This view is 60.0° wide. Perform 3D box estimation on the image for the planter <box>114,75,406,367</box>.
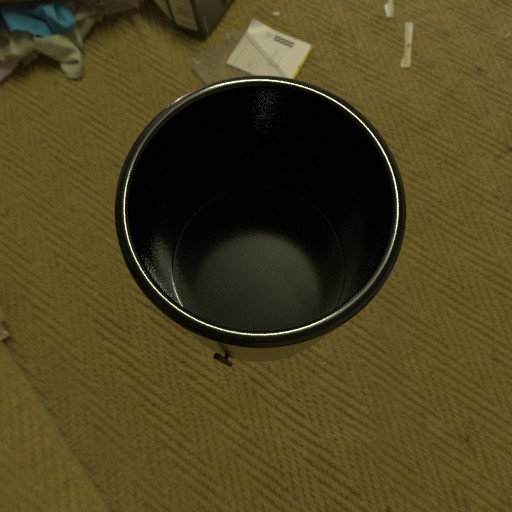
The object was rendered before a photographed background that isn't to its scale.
[{"bbox_3d":[0.000,0.000,0.659,0.310,0.432,0.310,33,77,9],"label":"planter"}]
